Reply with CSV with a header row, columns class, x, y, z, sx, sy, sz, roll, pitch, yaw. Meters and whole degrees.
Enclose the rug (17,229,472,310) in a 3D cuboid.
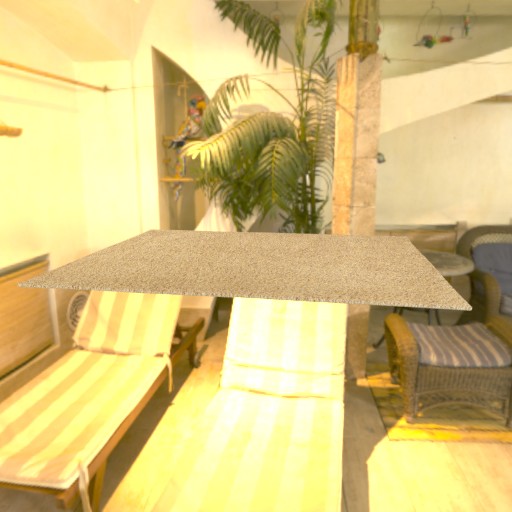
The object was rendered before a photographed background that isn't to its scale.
class,x,y,z,sx,sy,sz,roll,pitch,yaw
rug,0.000,0.000,4.026,3.000,0.025,2.400,2,13,9
